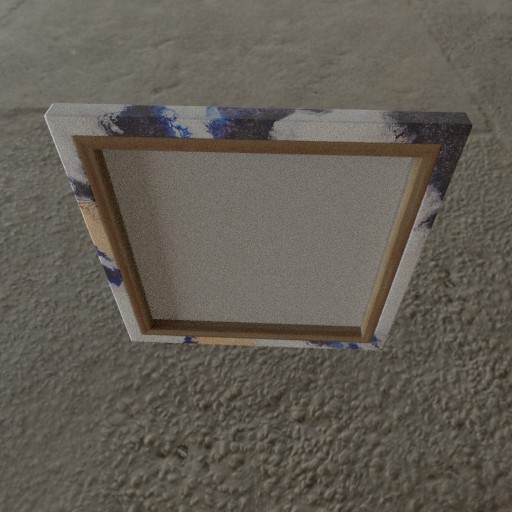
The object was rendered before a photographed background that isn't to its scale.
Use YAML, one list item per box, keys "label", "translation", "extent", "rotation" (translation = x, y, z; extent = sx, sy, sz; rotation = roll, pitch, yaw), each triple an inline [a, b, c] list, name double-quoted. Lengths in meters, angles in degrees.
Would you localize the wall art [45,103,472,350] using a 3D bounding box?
- label: "wall art"
  translation: [0.000, 0.000, 0.863]
  extent: [0.609, 0.609, 0.039]
  rotation: [2, 48, 2]
